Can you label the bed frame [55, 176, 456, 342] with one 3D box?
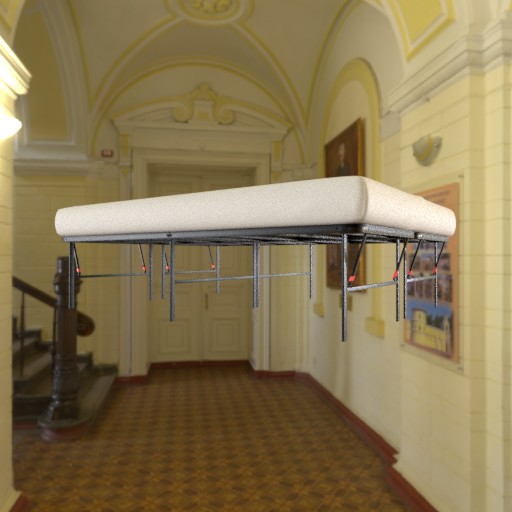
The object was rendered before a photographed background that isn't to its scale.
[{"bbox_3d":[0.000,0.000,2.868,2.151,0.667,1.584,0,0,35],"label":"bed frame"}]
